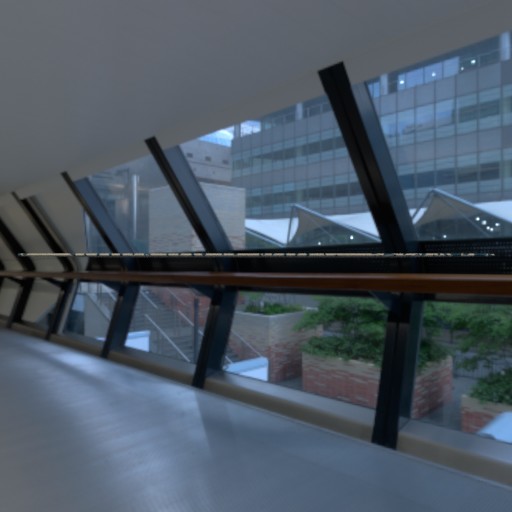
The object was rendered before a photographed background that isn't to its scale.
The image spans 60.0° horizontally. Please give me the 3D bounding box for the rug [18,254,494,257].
[{"bbox_3d":[0.000,0.000,3.017,2.435,0.011,1.517,0,0,0],"label":"rug"}]
